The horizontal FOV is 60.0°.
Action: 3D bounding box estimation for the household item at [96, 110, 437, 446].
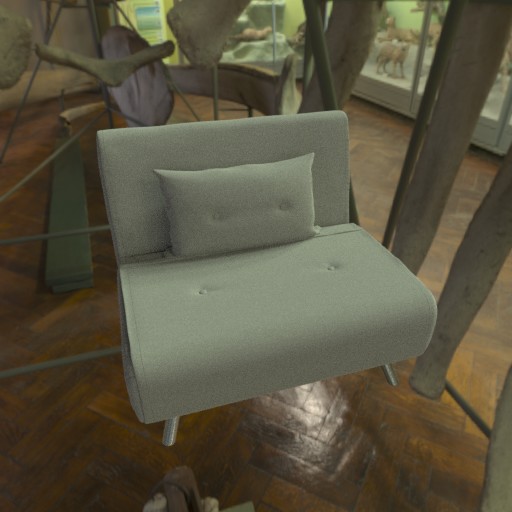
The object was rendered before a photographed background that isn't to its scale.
[{"bbox_3d":[0.000,0.000,1.619,1.000,0.800,0.874,-9,34,-15],"label":"household item"}]
